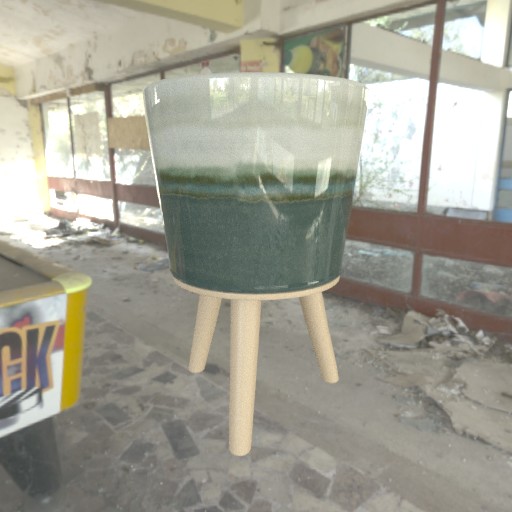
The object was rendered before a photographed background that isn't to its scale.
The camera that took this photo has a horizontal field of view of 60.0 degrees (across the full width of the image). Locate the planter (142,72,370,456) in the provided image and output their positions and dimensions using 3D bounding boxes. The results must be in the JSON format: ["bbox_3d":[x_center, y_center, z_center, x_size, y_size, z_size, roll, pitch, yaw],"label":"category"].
[{"bbox_3d":[0.000,0.000,0.471,0.217,0.331,0.217,-2,13,-8],"label":"planter"}]
